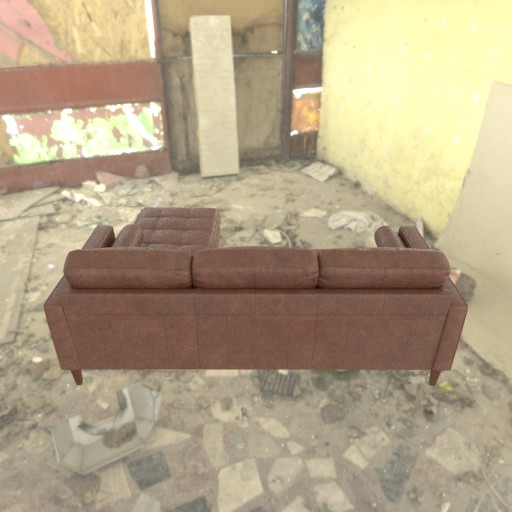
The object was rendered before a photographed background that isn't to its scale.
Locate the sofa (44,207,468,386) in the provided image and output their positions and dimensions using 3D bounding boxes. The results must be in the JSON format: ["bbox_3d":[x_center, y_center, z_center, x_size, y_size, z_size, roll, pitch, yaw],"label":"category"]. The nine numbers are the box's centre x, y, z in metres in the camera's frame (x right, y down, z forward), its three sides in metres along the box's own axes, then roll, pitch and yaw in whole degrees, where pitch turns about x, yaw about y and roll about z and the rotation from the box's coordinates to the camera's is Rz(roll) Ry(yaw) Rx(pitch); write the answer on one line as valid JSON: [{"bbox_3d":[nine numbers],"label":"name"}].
[{"bbox_3d":[0.000,0.000,2.997,2.185,0.841,1.613,0,31,0],"label":"sofa"}]
